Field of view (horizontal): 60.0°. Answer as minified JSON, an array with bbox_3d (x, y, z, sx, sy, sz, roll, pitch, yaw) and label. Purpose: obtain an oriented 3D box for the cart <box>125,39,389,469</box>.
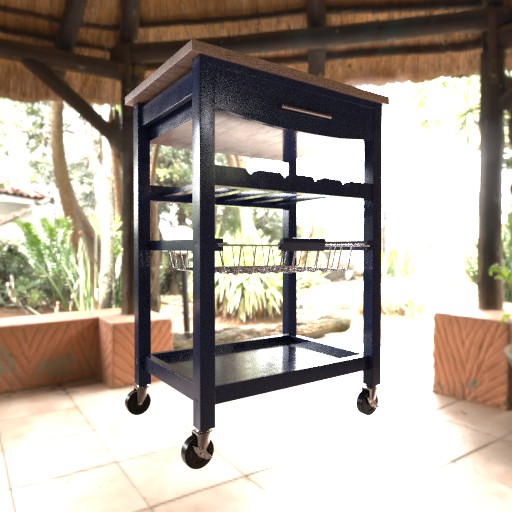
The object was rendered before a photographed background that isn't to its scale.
[{"bbox_3d":[0.000,0.000,1.172,0.584,0.839,0.403,-1,1,-34],"label":"cart"}]
